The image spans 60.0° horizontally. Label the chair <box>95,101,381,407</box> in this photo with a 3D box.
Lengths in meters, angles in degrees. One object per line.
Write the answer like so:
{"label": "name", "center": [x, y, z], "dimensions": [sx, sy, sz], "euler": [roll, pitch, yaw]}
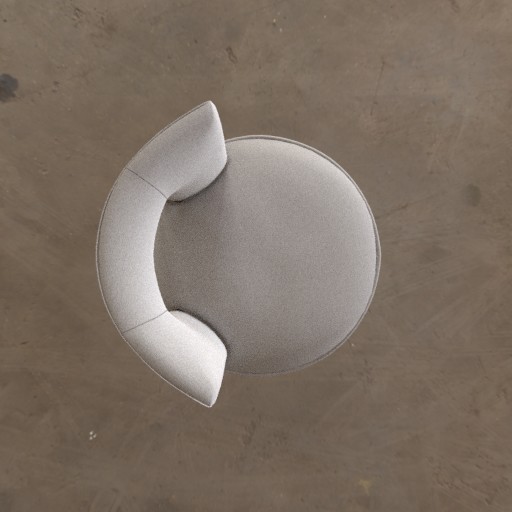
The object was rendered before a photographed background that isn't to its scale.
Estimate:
{"label": "chair", "center": [0.000, 0.000, 1.230], "dimensions": [0.665, 0.723, 0.650], "euler": [0, 89, 0]}
